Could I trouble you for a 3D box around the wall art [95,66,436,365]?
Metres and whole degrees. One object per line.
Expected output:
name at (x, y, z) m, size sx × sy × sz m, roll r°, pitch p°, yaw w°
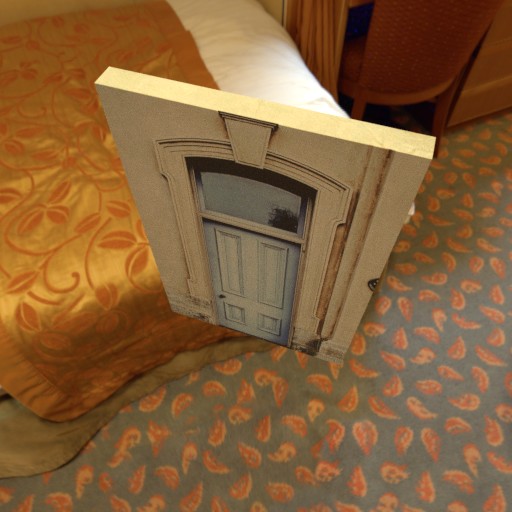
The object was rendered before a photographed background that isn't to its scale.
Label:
wall art at (0.000, 0.000, 0.763) m, size 0.403 × 0.607 × 0.036 m, roll 16°, pitch 57°, yaw 11°
